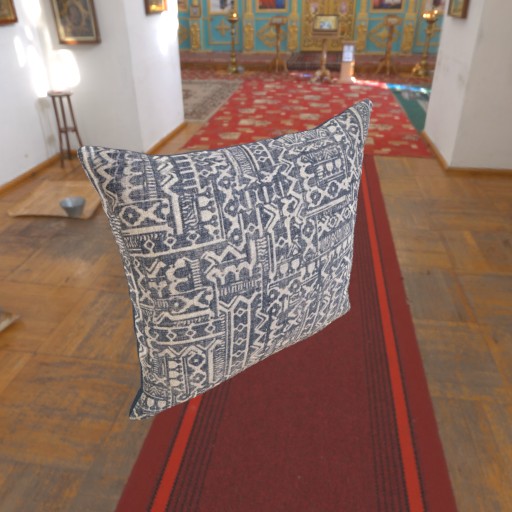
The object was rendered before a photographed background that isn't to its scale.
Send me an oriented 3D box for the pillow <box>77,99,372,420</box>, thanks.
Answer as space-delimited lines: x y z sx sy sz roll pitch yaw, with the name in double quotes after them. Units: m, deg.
0.000 0.000 0.796 0.546 0.487 0.180 -20 35 -31 "pillow"
